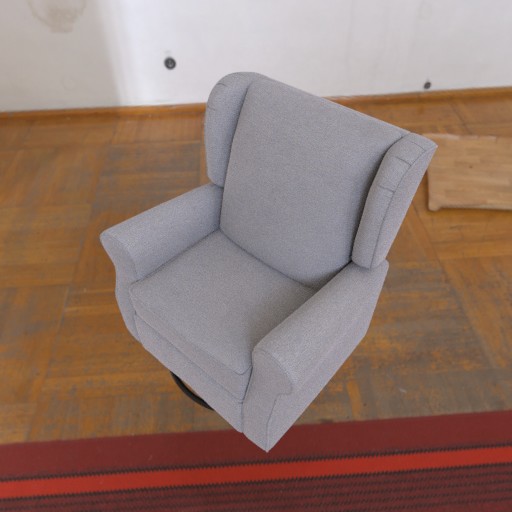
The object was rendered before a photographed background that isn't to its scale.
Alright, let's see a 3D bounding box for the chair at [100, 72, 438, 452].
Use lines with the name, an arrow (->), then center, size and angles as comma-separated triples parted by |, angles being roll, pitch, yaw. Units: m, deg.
chair -> 0.000, 0.000, 1.658 | 0.906, 0.966, 0.854 | 32, 55, 27
